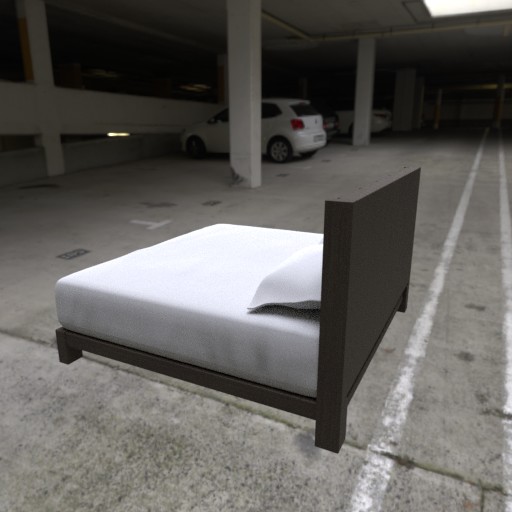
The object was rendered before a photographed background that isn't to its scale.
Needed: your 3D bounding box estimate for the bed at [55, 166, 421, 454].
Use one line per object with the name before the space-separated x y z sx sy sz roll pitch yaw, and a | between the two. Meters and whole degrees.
bed | 0.000 0.000 3.403 2.012 1.270 2.134 8 18 26
